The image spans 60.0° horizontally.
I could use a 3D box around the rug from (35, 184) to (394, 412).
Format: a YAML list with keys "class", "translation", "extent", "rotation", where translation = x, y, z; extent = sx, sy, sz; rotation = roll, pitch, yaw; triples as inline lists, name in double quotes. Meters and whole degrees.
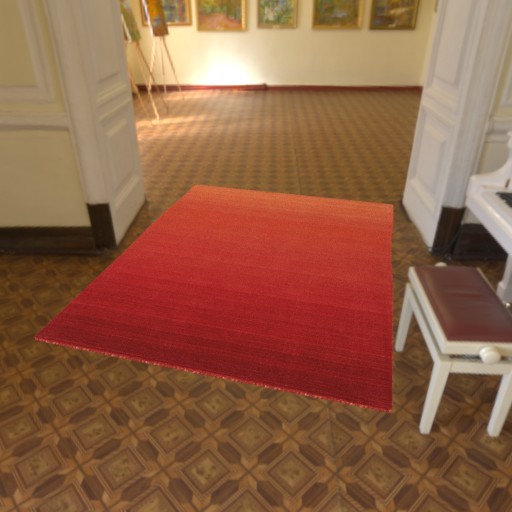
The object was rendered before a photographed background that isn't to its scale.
- class: "rug"
  translation: [0.000, 0.000, 3.907]
  extent: [2.340, 0.028, 2.905]
  rotation: [8, 31, 13]
